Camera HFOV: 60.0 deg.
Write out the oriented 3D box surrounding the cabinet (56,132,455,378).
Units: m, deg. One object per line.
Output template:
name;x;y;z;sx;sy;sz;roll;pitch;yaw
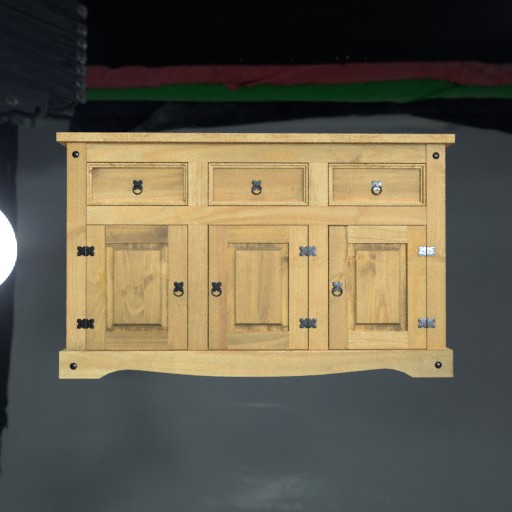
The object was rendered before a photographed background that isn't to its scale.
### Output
cabinet;0.000;0.000;1.682;1.321;0.810;0.432;0;0;-1
